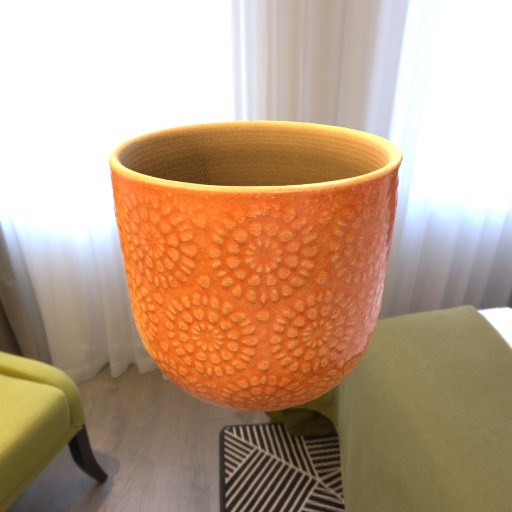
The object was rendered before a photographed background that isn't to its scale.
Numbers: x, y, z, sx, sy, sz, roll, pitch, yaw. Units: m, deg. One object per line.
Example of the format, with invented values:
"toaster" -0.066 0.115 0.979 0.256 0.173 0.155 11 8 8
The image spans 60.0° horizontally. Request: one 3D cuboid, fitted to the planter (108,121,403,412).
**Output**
"planter" 0.000 0.000 0.291 0.170 0.152 0.170 0 27 0
